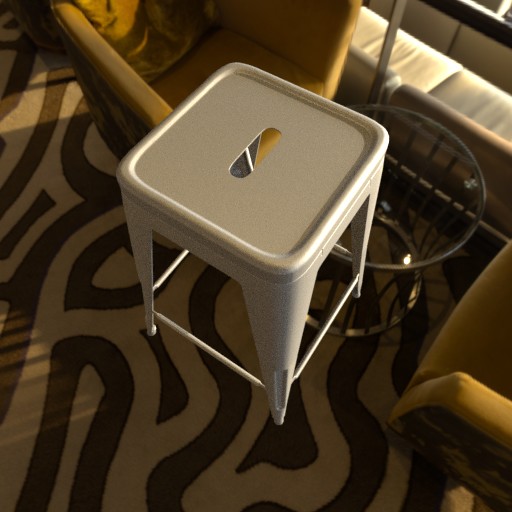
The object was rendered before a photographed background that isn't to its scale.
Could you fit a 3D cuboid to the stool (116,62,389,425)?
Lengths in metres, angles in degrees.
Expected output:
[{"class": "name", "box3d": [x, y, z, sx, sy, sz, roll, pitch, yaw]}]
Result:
[{"class": "stool", "box3d": [0.000, 0.000, 0.894, 0.406, 0.610, 0.406, 30, 65, 16]}]
